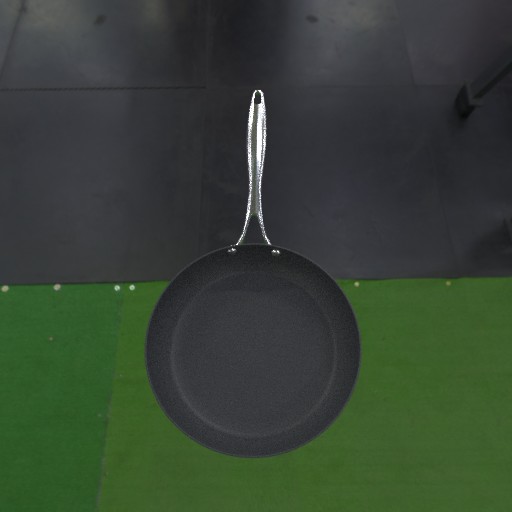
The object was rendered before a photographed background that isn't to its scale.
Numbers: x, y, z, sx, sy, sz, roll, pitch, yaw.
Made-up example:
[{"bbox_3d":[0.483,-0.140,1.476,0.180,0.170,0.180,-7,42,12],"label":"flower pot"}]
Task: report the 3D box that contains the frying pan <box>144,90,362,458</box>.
[{"bbox_3d":[0.000,0.000,0.569,0.255,0.105,0.472,2,64,1],"label":"frying pan"}]
